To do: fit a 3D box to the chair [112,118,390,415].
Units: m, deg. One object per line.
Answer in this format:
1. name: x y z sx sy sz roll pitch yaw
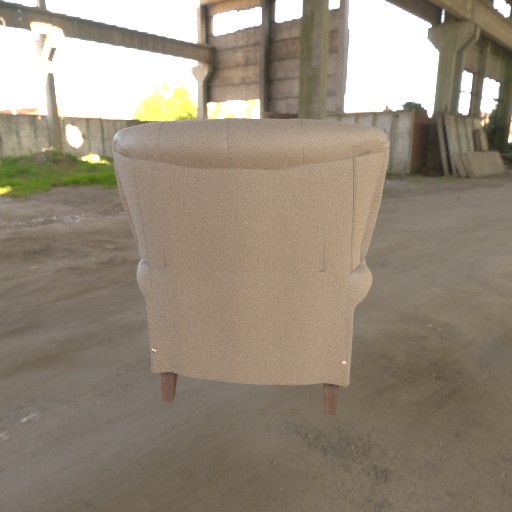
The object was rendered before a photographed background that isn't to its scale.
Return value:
1. chair: 0.000 0.000 1.961 0.999 1.138 1.041 2 15 8
